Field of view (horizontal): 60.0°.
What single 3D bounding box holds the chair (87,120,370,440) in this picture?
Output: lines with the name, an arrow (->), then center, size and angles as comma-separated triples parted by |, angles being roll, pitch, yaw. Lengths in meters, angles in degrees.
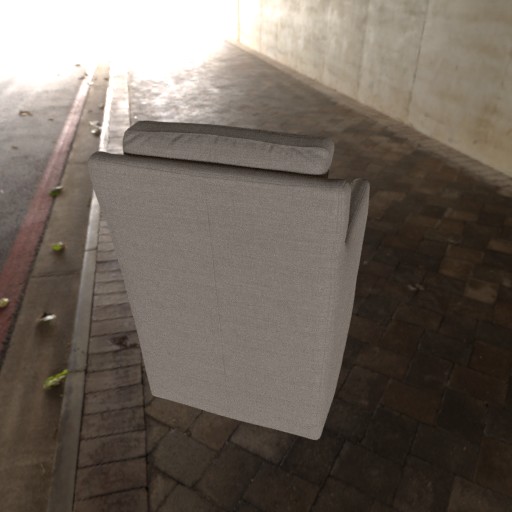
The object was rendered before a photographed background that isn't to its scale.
chair -> 0.000, 0.000, 1.395 | 0.626, 0.914, 0.694 | 10, 33, 15
